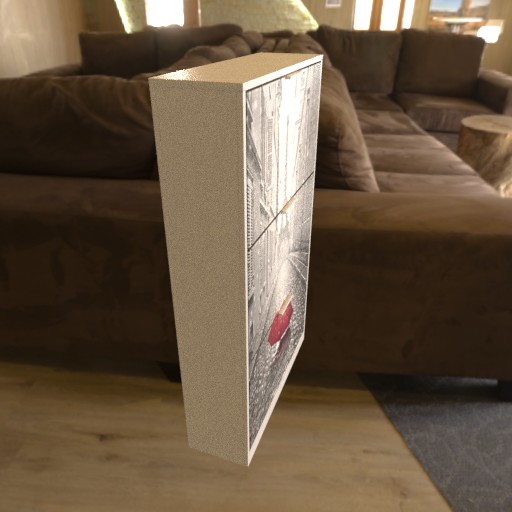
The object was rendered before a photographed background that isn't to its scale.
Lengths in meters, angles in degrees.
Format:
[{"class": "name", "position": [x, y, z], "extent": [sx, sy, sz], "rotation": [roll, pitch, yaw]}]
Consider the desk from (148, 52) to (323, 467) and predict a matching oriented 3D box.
[{"class": "desk", "position": [0.000, 0.000, 1.602], "extent": [0.250, 1.280, 0.750], "rotation": [10, 31, 18]}]
